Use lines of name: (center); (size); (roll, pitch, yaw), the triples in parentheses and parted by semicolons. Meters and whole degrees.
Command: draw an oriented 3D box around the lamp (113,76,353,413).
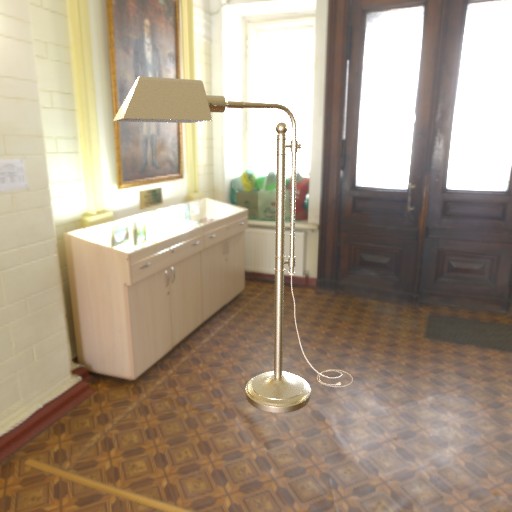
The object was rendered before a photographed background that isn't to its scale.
lamp: (0.000, 0.000, 0.970); (0.546, 0.708, 0.159); (-6, 16, -24)
